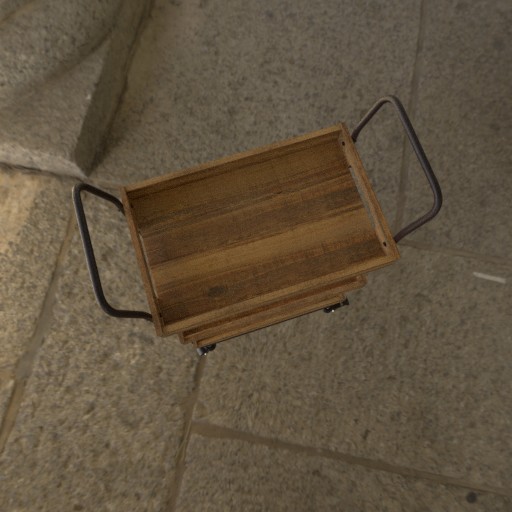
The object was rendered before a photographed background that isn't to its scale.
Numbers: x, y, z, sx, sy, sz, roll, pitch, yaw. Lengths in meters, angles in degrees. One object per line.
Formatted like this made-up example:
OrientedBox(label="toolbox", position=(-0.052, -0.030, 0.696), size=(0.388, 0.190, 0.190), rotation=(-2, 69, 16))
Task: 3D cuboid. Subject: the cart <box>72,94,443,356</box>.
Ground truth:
OrientedBox(label="cart", position=(0.000, 0.000, 1.140), size=(0.583, 0.857, 0.339), rotation=(-17, 76, -4))
